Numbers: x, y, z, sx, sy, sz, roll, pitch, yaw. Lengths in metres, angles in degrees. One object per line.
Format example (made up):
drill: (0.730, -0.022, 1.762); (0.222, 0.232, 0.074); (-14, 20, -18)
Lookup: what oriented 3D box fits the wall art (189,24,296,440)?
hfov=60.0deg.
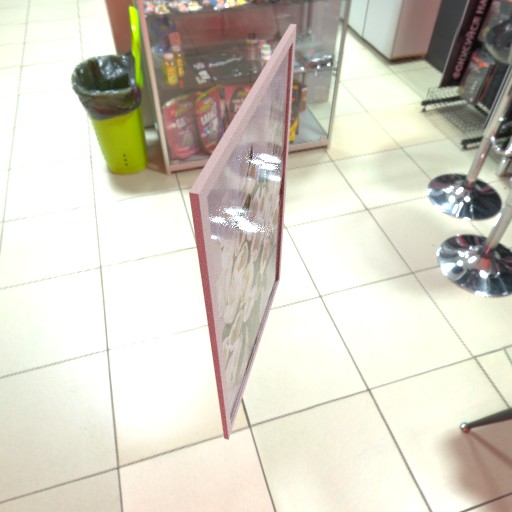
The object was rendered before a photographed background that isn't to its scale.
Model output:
wall art: (0.000, 0.000, 1.213); (0.015, 0.965, 0.660); (12, 49, 11)
